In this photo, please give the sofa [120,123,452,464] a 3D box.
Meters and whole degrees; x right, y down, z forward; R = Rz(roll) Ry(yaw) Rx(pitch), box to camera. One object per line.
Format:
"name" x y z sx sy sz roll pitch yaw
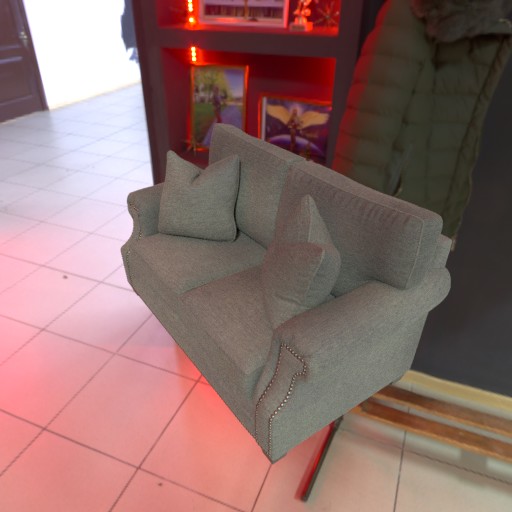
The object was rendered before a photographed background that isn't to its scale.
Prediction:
"sofa" 0.000 0.000 2.311 0.966 0.966 1.701 -21 37 -29
